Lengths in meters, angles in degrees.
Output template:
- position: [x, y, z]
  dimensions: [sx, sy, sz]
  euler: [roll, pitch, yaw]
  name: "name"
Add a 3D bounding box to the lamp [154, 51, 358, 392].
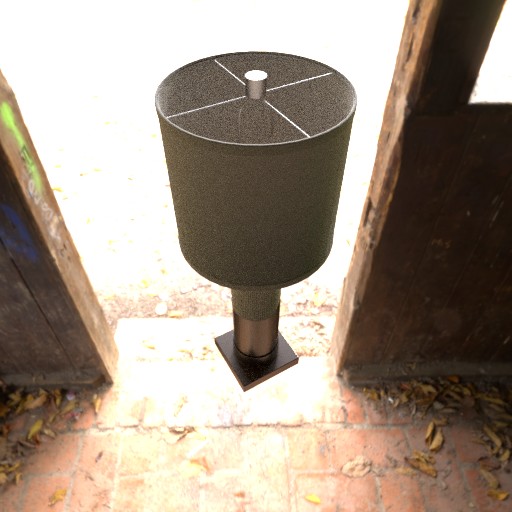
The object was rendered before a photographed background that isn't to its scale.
- position: [0.000, 0.000, 0.617]
  dimensions: [0.202, 0.509, 0.202]
  euler: [-23, 50, -20]
  name: "lamp"
